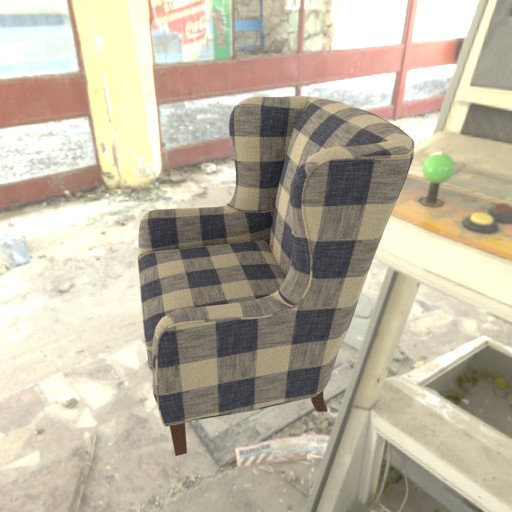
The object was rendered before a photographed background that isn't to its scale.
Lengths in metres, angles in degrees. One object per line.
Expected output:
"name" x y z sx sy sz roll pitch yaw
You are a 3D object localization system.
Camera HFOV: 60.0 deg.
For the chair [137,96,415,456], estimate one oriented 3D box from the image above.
"chair" 0.000 0.000 1.692 0.889 1.041 0.830 -8 31 -14
